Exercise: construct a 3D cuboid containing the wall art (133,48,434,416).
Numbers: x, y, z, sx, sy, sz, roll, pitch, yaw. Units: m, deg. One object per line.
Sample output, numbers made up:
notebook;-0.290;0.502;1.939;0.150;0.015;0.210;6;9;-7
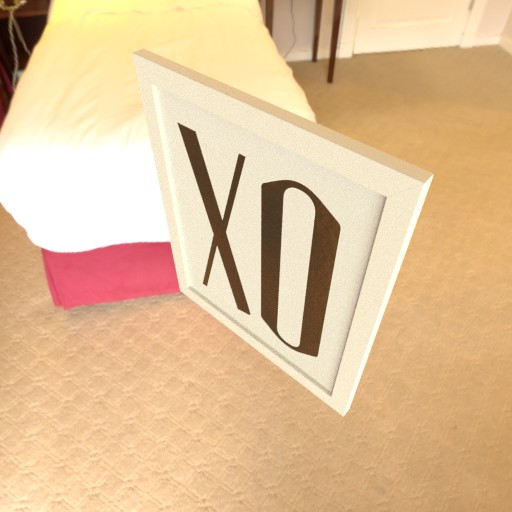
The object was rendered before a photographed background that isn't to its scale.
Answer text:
wall art;0.000;0.000;0.722;0.444;0.536;0.020;33;55;27
